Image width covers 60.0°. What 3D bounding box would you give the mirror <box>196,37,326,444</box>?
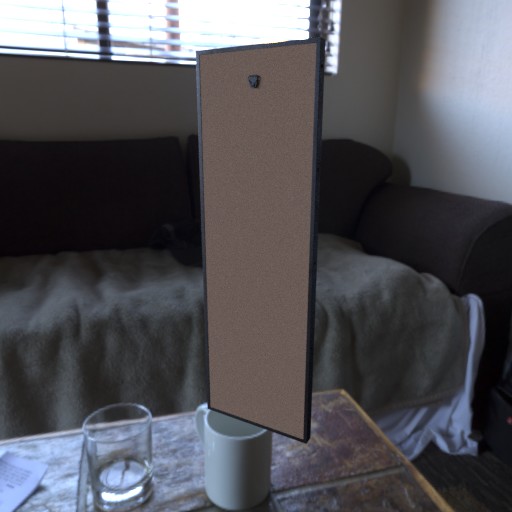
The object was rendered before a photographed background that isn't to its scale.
[{"bbox_3d":[0.000,0.000,1.232,0.354,1.080,0.042,8,17,28],"label":"mirror"}]
